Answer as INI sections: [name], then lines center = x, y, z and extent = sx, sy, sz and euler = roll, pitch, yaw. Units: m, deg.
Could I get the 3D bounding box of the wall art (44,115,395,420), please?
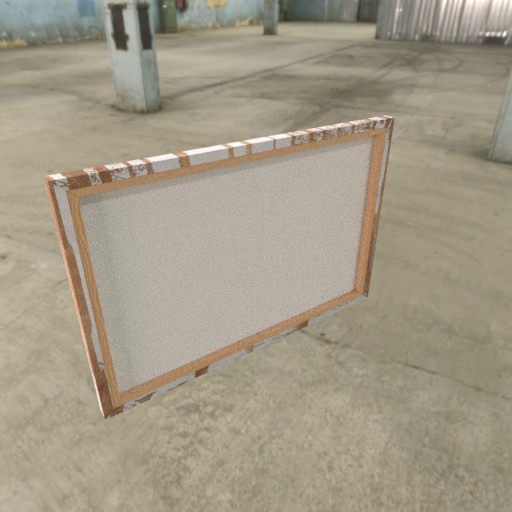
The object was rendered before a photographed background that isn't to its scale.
[wall art]
center = 0.000, 0.000, 1.169
extent = 0.914, 0.609, 0.035
euler = -19, 34, -30
